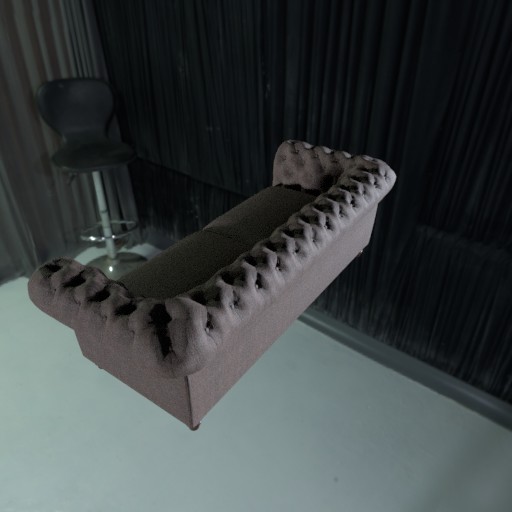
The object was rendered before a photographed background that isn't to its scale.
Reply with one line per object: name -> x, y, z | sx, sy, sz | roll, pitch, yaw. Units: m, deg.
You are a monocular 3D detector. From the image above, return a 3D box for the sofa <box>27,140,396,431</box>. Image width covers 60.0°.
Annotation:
sofa -> 0.000, 0.000, 2.775 | 0.944, 0.787, 2.385 | 21, 38, 29
